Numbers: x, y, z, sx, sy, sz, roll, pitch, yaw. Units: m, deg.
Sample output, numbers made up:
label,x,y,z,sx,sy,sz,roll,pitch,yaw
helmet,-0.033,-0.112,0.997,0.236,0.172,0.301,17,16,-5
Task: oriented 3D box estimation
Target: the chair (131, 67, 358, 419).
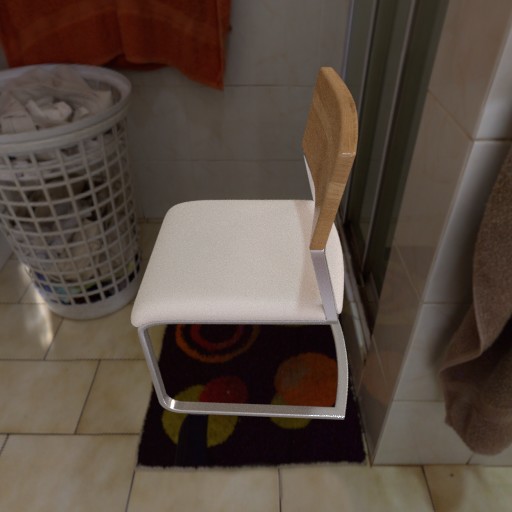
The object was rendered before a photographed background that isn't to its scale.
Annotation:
label,x,y,z,sx,sy,sz,roll,pitch,yaw
chair,0.000,0.000,1.193,0.585,0.844,0.467,2,40,2
